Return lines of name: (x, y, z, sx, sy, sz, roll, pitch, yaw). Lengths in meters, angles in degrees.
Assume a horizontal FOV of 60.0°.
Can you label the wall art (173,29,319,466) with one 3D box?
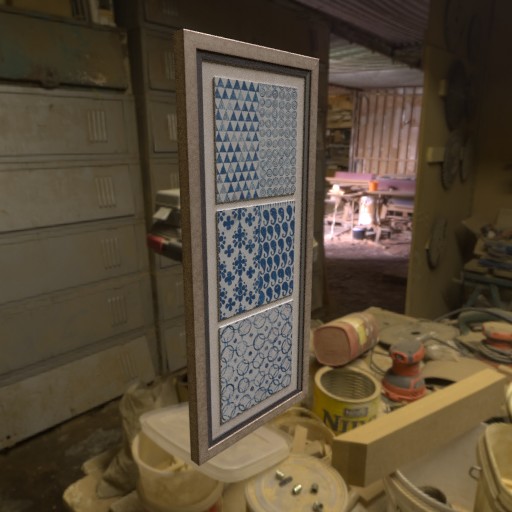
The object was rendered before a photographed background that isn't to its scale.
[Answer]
wall art: (0.000, 0.000, 1.684, 0.051, 1.461, 0.648, 13, 19, 42)
